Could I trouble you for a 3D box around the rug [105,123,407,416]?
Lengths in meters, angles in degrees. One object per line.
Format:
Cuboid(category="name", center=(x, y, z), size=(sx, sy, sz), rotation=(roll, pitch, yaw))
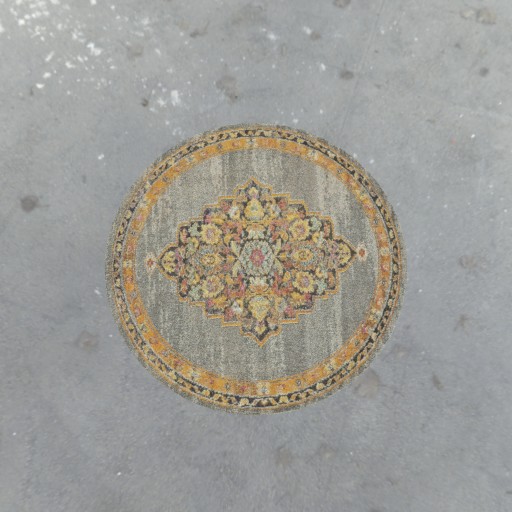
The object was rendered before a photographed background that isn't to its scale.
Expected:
Cuboid(category="rug", center=(0.000, 0.000, 3.502), size=(2.382, 0.014, 2.382), rotation=(0, 75, 0))
